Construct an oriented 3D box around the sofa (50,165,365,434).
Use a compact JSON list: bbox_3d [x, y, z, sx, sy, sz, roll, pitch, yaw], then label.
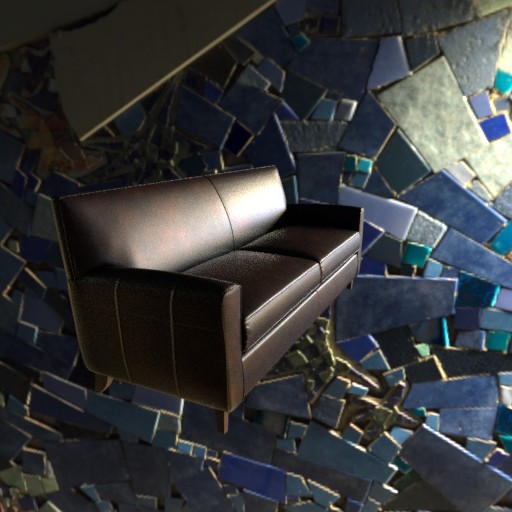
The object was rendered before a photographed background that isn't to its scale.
[{"bbox_3d":[0.000,0.000,2.502,0.786,0.871,1.995,8,17,26],"label":"sofa"}]
